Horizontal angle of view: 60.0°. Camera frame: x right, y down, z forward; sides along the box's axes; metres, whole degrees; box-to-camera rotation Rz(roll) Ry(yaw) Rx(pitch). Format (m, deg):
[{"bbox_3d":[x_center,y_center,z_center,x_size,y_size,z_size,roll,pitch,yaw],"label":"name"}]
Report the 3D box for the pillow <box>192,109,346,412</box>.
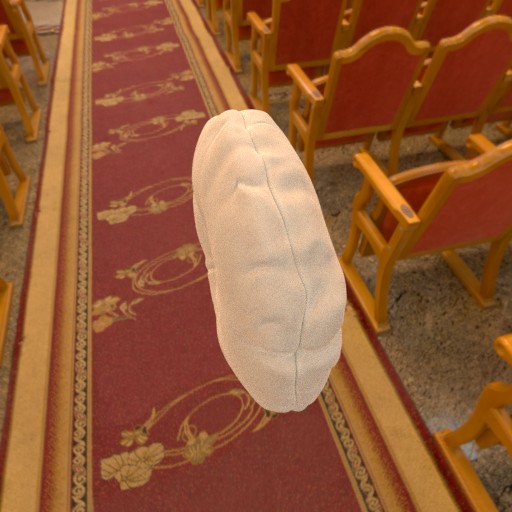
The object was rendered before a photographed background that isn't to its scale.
[{"bbox_3d":[0.000,0.000,0.644,0.148,0.407,0.428,-10,48,-10],"label":"pillow"}]
